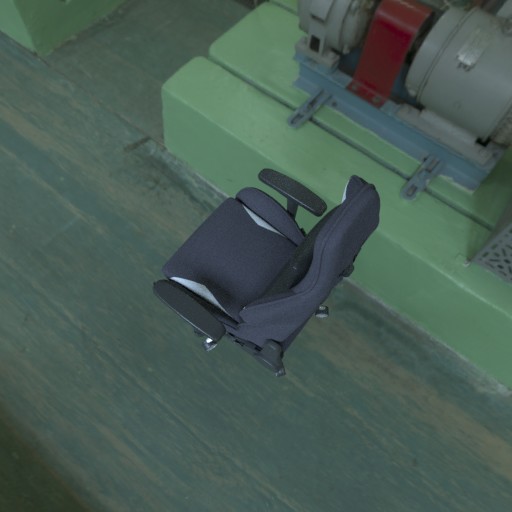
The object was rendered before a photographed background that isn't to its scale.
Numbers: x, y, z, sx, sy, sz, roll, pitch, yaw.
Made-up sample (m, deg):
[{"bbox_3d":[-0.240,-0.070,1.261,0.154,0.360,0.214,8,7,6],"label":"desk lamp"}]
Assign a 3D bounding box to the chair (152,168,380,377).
[{"bbox_3d":[0.000,0.000,1.725,0.695,1.300,0.730,35,70,15],"label":"chair"}]
